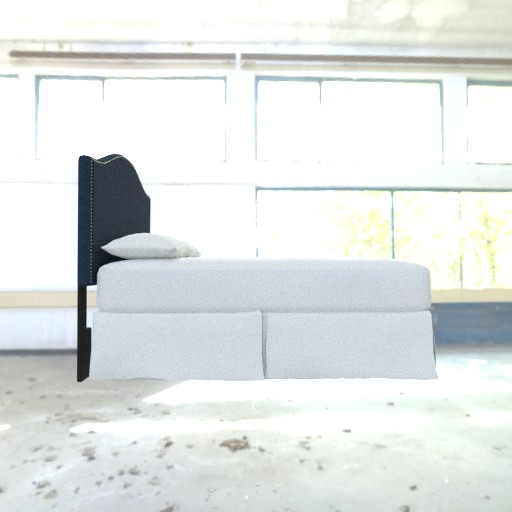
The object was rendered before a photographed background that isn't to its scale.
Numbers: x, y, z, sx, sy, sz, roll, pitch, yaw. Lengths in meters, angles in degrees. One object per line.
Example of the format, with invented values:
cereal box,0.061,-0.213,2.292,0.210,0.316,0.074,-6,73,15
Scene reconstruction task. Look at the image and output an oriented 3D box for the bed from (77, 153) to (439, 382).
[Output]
bed,0.000,0.000,3.394,2.153,1.518,1.725,0,-1,-1
